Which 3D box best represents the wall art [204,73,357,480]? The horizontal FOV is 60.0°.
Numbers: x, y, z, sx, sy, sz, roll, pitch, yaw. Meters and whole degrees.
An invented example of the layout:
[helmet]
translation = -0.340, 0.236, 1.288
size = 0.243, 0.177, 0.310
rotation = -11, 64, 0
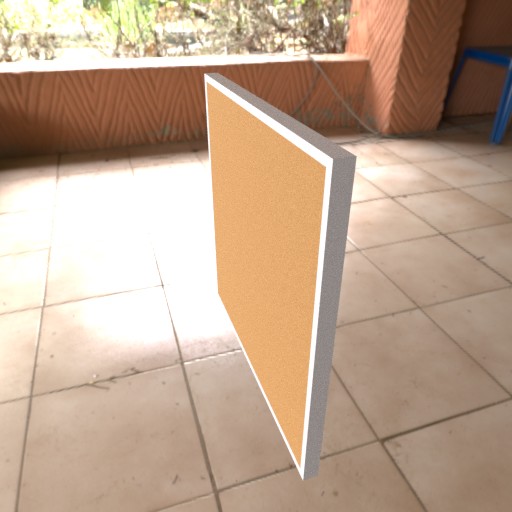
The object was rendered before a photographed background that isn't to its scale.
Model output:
[wall art]
translation = 0.000, 0.000, 1.132
size = 0.038, 0.762, 0.762
rotation = -10, 33, -16
